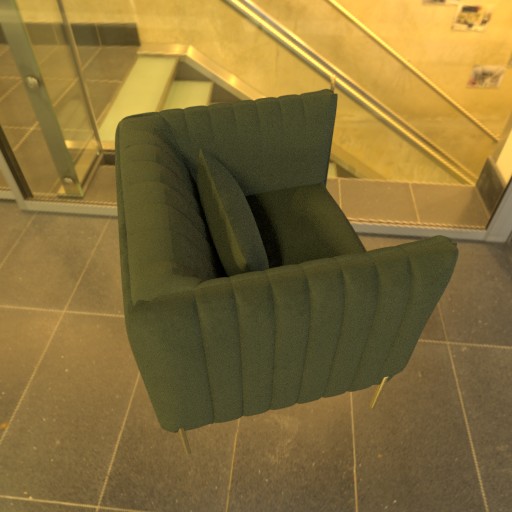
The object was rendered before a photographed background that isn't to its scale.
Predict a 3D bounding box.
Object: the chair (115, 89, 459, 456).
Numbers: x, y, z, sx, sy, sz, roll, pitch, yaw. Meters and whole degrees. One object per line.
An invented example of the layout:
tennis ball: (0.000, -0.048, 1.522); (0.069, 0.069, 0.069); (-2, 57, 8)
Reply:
chair: (0.000, 0.000, 1.634); (0.877, 0.794, 1.032); (-10, 47, -10)
